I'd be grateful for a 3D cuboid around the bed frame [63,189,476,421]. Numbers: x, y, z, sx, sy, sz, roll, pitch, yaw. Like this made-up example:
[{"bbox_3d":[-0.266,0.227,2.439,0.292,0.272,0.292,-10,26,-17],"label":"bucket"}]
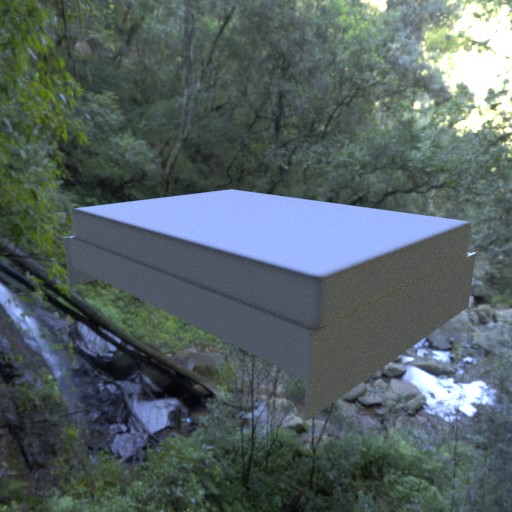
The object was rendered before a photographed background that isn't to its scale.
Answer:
[{"bbox_3d":[0.000,0.000,2.603,1.445,0.497,1.945,-15,22,-43],"label":"bed frame"}]
